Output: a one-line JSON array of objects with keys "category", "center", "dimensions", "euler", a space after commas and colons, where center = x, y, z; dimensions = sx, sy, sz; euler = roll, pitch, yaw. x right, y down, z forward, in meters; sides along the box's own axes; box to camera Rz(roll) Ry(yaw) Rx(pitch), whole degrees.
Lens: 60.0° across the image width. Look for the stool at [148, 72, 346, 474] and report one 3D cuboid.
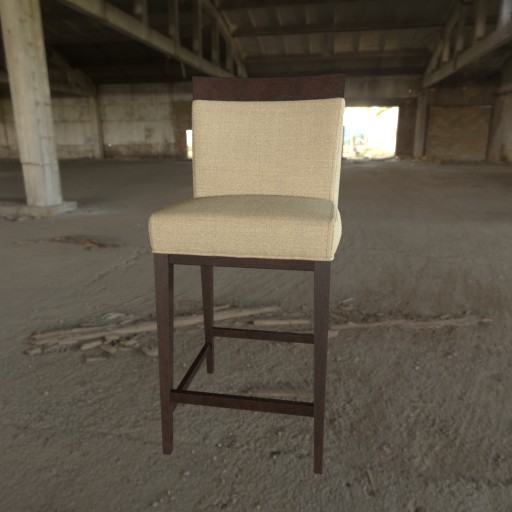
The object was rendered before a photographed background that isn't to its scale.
[{"category": "stool", "center": [0.000, 0.000, 1.392], "dimensions": [0.511, 1.117, 0.531], "euler": [3, 15, 10]}]
